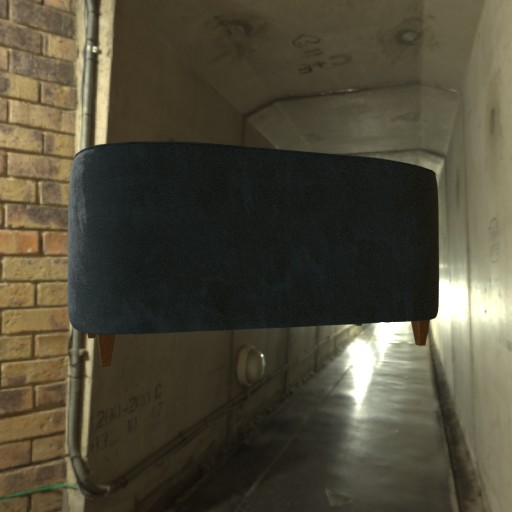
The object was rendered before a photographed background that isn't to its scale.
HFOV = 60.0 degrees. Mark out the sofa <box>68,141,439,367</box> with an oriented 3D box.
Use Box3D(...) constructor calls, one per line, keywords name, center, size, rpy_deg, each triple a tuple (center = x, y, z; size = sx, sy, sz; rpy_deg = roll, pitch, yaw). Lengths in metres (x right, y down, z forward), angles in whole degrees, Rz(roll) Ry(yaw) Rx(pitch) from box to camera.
Box3D(name="sofa", center=(0.000, 0.000, 2.237), size=(1.733, 0.854, 0.941), rpy_deg=(0, -1, -18))
